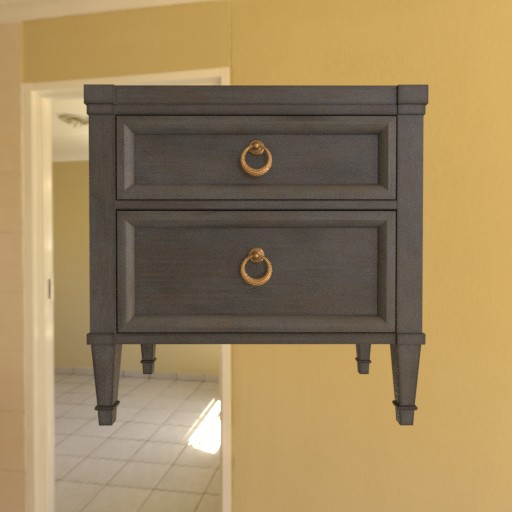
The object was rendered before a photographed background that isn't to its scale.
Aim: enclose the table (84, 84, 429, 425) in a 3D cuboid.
[{"bbox_3d":[0.000,0.000,1.053,0.660,0.660,0.413,0,1,0],"label":"table"}]
